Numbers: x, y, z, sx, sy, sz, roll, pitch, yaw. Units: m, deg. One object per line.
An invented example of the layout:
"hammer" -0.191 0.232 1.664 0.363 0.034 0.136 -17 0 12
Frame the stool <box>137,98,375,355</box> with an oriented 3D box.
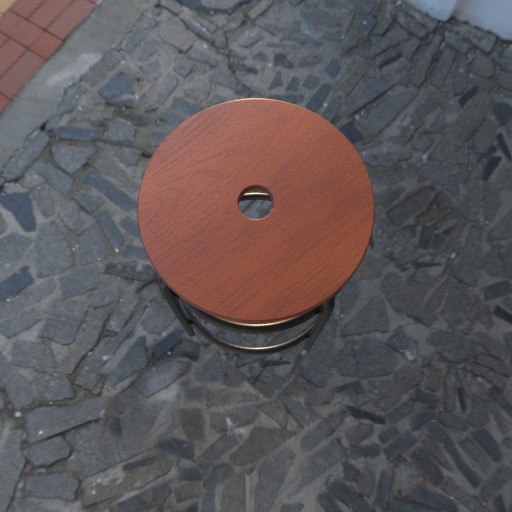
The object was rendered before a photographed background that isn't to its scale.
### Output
"stool" 0.000 0.000 0.918 0.455 0.610 0.455 -37 79 -9
